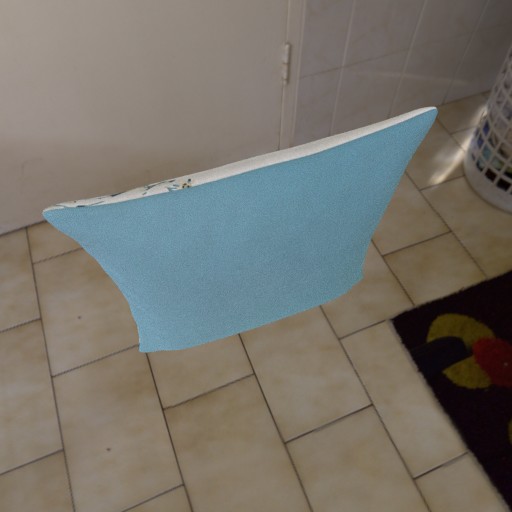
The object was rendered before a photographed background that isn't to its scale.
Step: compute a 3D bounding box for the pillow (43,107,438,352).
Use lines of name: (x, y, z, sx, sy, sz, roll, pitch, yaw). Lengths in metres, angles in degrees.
pillow: (0.000, 0.000, 0.772, 0.526, 0.507, 0.166, -17, 60, -10)
